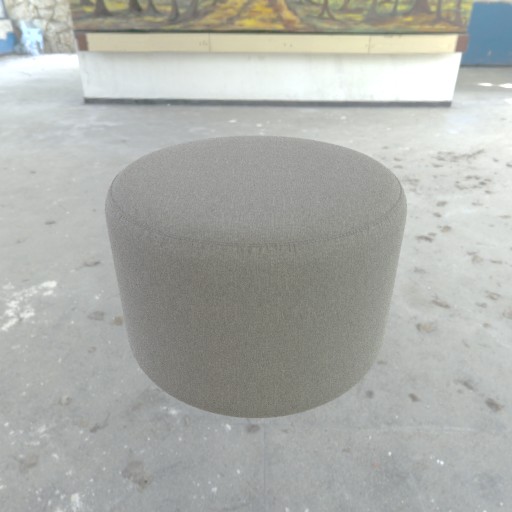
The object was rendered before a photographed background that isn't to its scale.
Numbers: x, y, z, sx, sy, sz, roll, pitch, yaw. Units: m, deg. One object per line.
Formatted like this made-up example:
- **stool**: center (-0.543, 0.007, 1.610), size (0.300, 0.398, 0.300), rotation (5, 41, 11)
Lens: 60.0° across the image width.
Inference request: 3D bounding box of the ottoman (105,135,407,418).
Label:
- **ottoman**: center (0.000, 0.000, 1.001), size (0.608, 0.433, 0.608), rotation (0, 30, 0)
